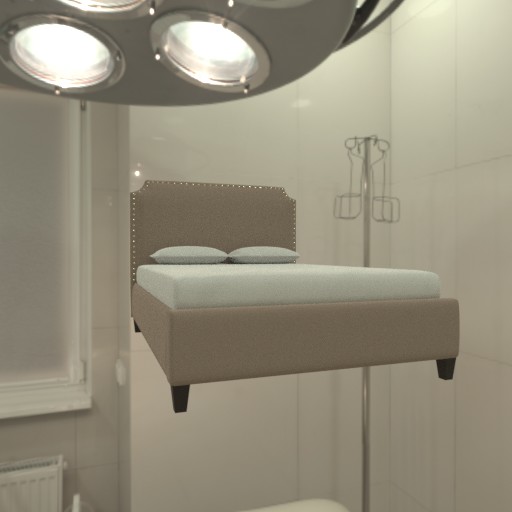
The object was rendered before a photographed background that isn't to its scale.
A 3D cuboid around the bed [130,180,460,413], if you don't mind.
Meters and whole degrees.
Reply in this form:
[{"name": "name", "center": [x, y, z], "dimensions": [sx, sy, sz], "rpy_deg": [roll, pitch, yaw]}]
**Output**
[{"name": "bed", "center": [0.000, 0.000, 3.405], "dimensions": [1.713, 1.443, 2.372], "rpy_deg": [0, 0, -20]}]
